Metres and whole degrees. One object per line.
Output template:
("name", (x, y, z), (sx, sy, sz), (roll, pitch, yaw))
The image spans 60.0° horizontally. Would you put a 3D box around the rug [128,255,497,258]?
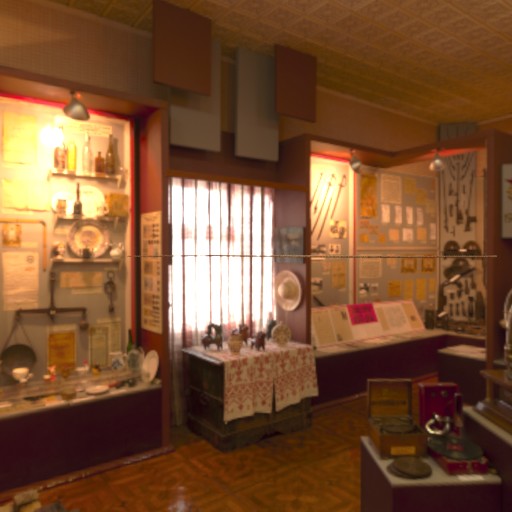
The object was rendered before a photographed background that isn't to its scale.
("rug", (0.000, 0.000, 2.500), (0.697, 0.013, 2.335), (0, 0, -35))
